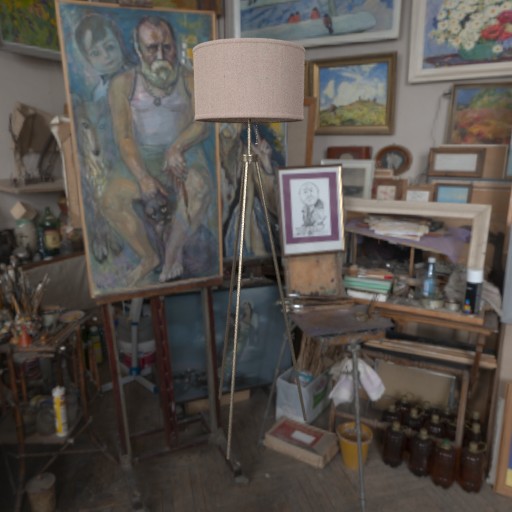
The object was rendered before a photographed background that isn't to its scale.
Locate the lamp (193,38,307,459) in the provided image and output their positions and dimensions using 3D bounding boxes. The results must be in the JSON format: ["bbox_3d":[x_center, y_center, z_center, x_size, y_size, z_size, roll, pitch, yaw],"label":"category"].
[{"bbox_3d":[0.000,0.000,1.808,0.460,1.545,0.449,-2,14,-8],"label":"lamp"}]
